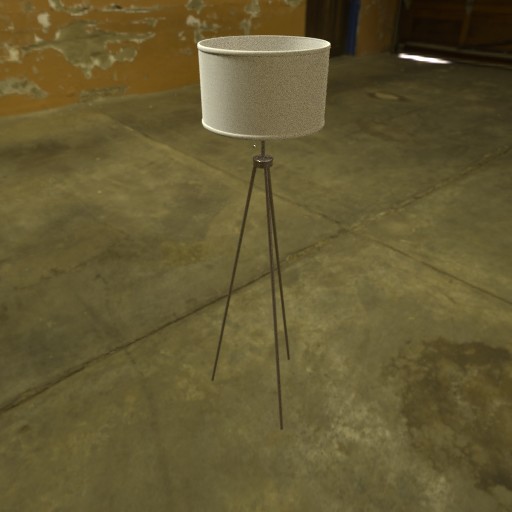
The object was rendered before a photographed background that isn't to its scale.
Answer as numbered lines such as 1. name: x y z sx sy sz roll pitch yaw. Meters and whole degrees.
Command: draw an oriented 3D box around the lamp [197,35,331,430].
1. lamp: 0.000 0.000 1.771 0.458 1.545 0.448 2 32 3
